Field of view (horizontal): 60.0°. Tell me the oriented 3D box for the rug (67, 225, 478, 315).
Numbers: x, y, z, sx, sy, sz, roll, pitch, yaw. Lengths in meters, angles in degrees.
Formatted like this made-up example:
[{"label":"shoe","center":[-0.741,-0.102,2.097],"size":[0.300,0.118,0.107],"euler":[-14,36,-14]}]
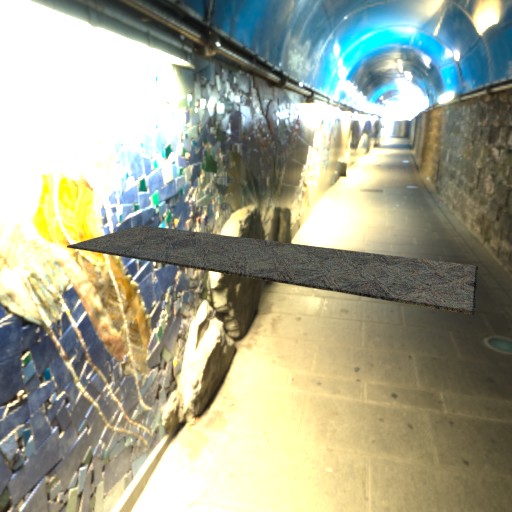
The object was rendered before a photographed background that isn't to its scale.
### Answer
[{"label":"rug","center":[0.000,0.000,2.546],"size":[2.292,0.015,0.688],"euler":[8,18,26]}]
